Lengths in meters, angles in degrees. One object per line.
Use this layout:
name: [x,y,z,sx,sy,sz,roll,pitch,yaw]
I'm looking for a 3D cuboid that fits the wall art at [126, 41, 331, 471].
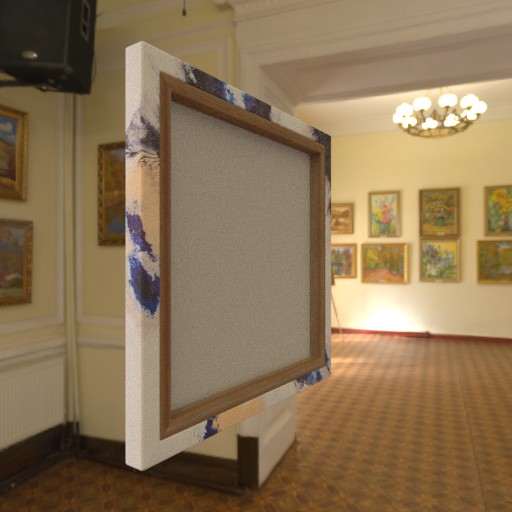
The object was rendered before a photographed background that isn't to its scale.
wall art: [0.000,0.000,0.884,0.039,0.609,0.609,0,0,35]
